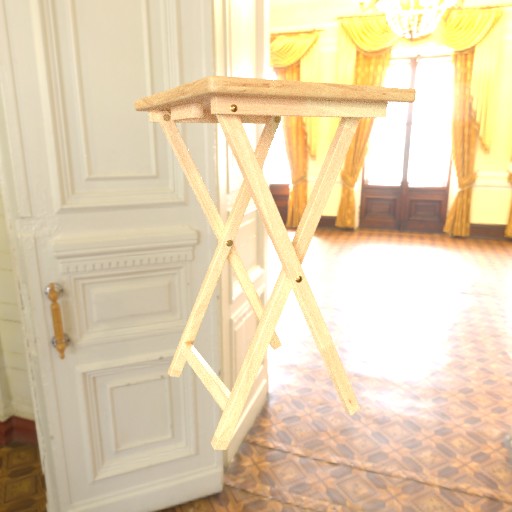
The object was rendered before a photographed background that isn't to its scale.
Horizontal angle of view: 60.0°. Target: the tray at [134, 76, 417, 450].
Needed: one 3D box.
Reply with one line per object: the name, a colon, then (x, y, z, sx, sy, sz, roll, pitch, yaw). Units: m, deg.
tray: (0.000, 0.000, 0.967, 0.381, 0.660, 0.483, -7, 17, -26)
